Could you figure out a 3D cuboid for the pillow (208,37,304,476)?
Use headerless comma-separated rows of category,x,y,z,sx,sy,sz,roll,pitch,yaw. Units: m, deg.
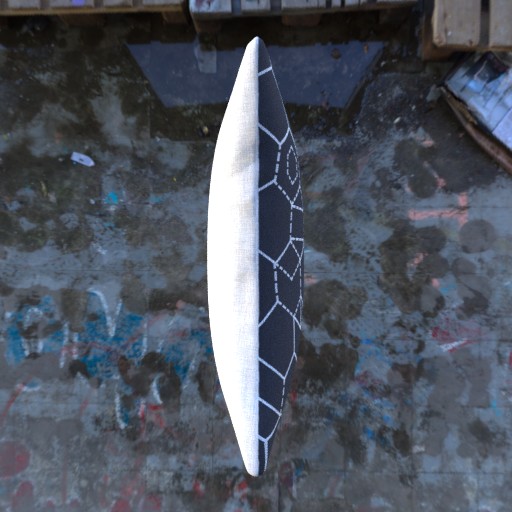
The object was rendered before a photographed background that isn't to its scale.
pillow,0.000,0.000,0.769,0.158,0.508,0.517,0,90,0
